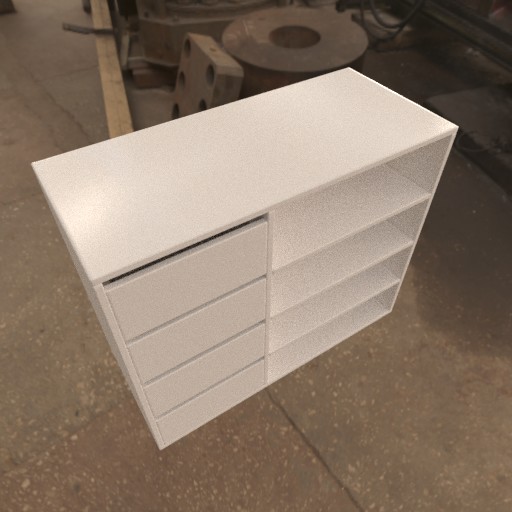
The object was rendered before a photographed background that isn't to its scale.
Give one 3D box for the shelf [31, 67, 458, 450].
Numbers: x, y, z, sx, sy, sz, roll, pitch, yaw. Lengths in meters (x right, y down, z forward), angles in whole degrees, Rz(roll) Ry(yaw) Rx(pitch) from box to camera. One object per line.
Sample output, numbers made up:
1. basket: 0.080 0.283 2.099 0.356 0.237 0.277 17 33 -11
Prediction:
1. shelf: 0.000 0.000 1.265 0.895 0.732 0.396 -25 51 -22
